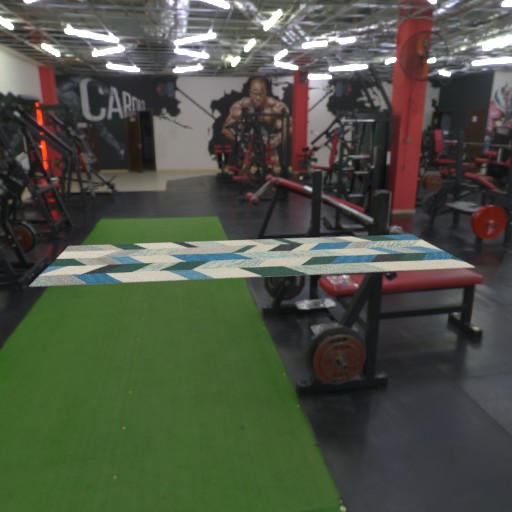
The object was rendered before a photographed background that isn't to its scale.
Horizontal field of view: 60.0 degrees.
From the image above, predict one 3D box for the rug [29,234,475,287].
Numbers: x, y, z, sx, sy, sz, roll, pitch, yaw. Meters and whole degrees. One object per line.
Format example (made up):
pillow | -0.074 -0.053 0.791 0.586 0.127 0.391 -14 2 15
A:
rug | 0.000 0.000 2.758 2.437 0.008 0.774 -2 17 -7
